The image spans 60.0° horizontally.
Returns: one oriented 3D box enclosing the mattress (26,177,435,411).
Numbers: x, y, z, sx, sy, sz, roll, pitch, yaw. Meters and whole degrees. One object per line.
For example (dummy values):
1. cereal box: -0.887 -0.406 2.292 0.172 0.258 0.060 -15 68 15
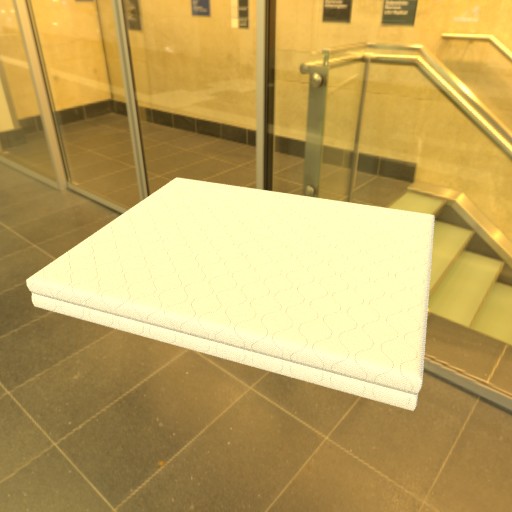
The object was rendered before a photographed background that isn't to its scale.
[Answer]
1. mattress: 0.000 0.000 2.716 2.000 0.200 1.600 11 33 18
